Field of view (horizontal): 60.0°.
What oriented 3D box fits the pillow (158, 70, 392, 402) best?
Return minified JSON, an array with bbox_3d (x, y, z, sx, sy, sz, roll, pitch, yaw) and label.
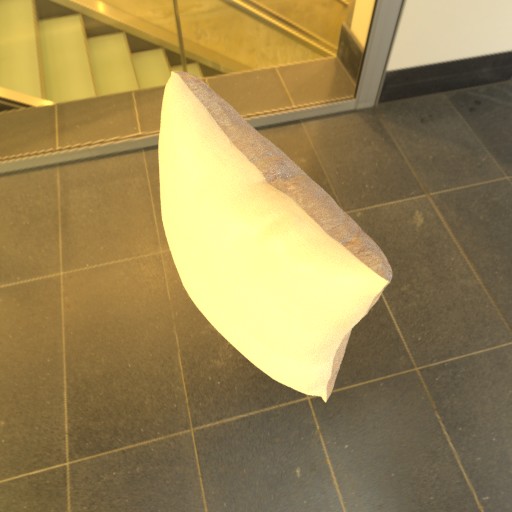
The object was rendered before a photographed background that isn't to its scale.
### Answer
[{"bbox_3d":[0.000,0.000,0.739,0.245,0.448,0.450,-30,62,-18],"label":"pillow"}]
